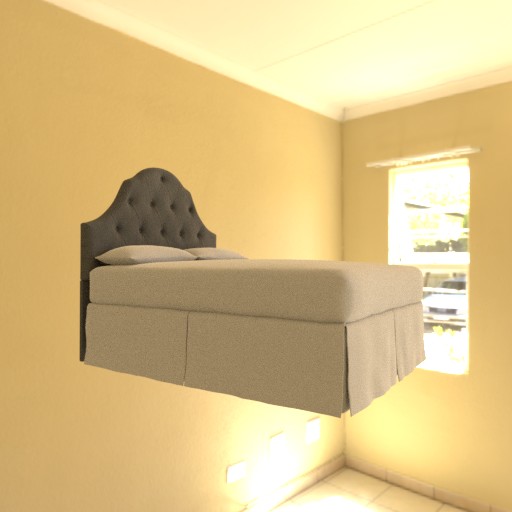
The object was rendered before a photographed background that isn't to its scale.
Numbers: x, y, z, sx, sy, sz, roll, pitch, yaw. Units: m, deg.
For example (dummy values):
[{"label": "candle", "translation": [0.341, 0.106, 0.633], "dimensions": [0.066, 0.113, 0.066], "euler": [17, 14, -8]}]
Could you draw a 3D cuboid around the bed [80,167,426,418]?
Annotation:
[{"label": "bed", "translation": [0.000, 0.000, 3.350], "dimensions": [2.155, 1.575, 1.636], "euler": [-1, -1, 34]}]
